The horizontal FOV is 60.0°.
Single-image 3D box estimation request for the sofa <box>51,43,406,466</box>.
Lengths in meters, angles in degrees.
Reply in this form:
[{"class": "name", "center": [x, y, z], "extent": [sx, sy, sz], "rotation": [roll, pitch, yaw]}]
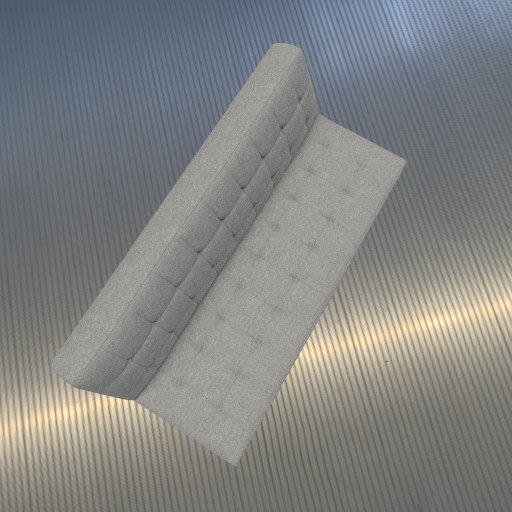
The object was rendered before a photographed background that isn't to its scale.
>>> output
[{"class": "sofa", "center": [0.000, 0.000, 2.222], "extent": [0.860, 0.810, 1.800], "rotation": [30, 78, 7]}]
